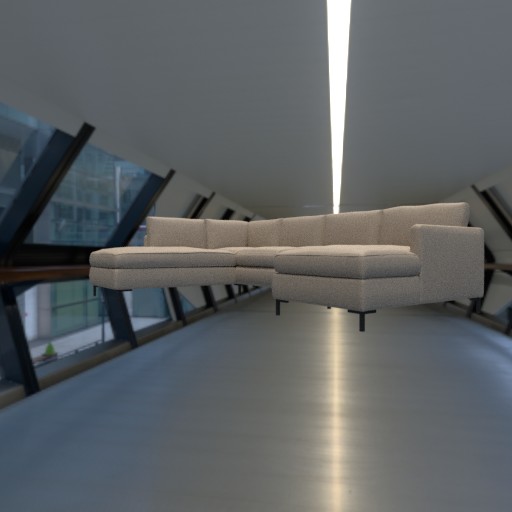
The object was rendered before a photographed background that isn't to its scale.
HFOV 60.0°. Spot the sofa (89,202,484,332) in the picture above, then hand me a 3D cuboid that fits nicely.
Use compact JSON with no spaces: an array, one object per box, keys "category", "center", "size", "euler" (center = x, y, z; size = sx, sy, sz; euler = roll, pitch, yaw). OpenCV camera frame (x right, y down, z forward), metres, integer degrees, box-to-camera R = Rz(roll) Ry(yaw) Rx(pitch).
[{"category":"sofa","center":[0.000,0.000,3.524],"size":[1.879,0.756,2.737],"euler":[0,1,-35]}]
